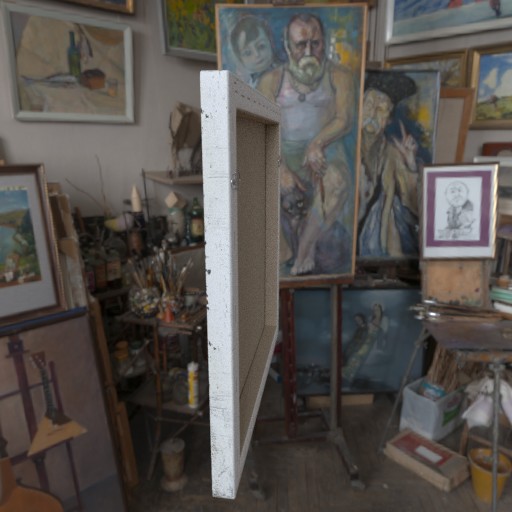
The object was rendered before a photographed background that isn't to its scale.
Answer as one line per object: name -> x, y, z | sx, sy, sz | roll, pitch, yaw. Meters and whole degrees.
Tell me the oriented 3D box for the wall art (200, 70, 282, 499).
wall art -> 0.000, 0.000, 0.890 | 0.040, 0.611, 0.610 | 2, 15, 9
